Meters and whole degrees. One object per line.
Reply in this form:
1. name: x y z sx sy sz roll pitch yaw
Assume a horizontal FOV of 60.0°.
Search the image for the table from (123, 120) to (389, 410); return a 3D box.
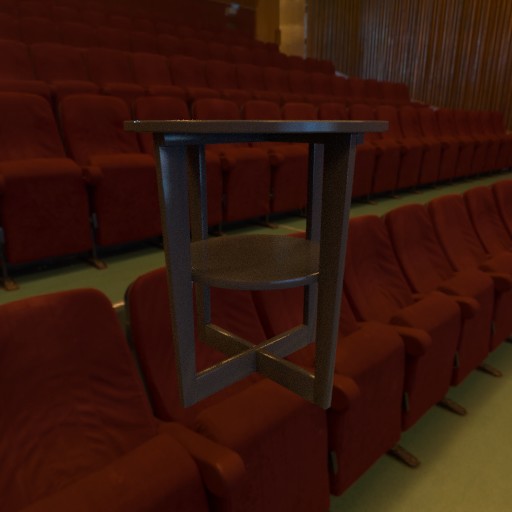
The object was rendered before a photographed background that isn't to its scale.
1. table: 0.000 0.000 0.946 0.500 0.550 0.500 0 17 0
